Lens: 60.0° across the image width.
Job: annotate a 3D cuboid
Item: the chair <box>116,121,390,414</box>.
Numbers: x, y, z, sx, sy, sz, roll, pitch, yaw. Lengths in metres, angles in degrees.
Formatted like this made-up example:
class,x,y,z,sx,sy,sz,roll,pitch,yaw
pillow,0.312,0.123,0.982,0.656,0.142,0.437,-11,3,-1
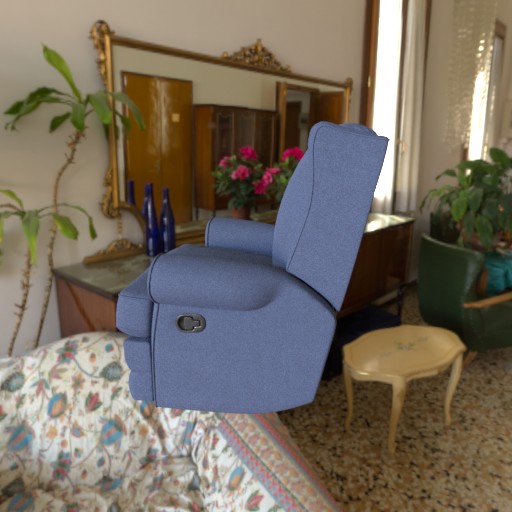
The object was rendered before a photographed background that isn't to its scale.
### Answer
class,x,y,z,sx,sy,sz,roll,pitch,yaw
chair,0.000,0.000,1.788,0.877,1.020,0.971,2,13,7
